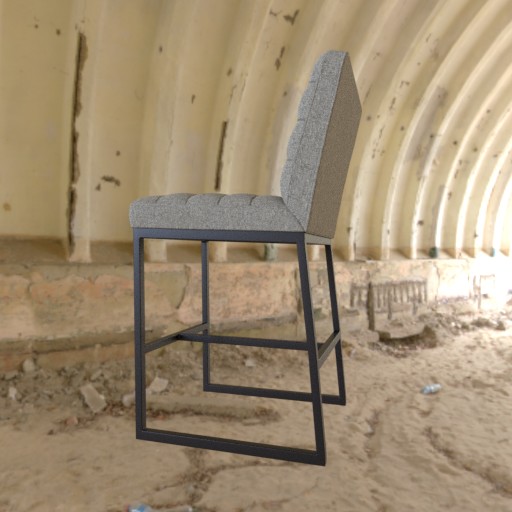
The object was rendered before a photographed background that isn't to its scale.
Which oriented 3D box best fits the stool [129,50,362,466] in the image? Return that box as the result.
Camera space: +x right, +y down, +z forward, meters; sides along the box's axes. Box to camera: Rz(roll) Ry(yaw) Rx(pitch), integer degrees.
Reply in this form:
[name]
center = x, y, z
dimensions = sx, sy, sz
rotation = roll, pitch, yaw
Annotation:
[stool]
center = 0.000, 0.000, 1.267
dimensions = 0.560, 0.940, 0.460
rotation = 0, 0, 18
